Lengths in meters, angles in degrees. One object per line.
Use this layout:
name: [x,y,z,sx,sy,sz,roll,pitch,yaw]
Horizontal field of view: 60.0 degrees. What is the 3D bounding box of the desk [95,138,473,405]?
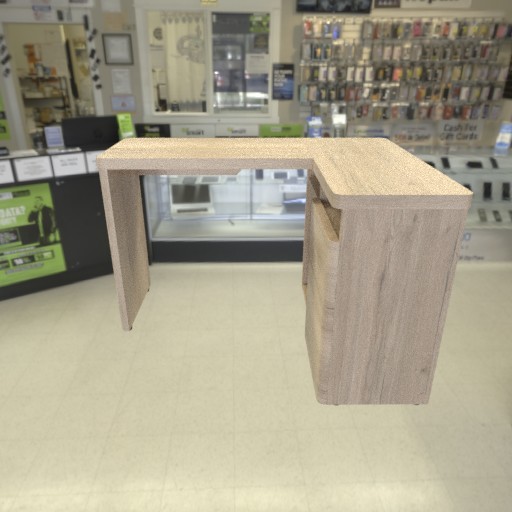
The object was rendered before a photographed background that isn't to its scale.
desk: [0.000,0.000,1.740,1.169,0.760,0.900,0,24,0]
